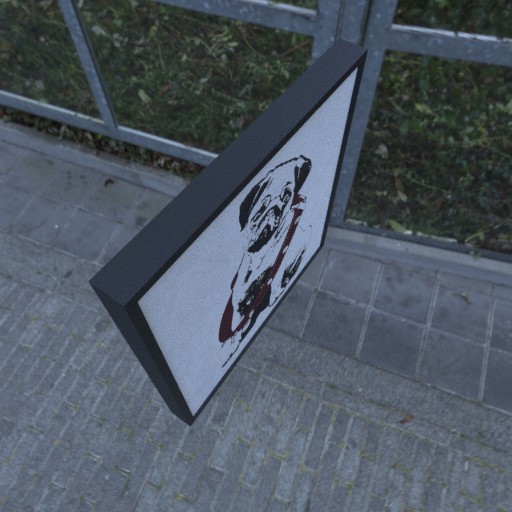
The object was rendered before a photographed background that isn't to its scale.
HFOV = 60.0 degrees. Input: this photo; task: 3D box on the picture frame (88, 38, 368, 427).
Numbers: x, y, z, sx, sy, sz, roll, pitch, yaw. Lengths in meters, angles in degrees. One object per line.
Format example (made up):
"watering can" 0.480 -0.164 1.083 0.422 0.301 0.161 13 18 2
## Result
"picture frame" 0.000 0.000 0.470 0.030 0.317 0.317 30 62 18
